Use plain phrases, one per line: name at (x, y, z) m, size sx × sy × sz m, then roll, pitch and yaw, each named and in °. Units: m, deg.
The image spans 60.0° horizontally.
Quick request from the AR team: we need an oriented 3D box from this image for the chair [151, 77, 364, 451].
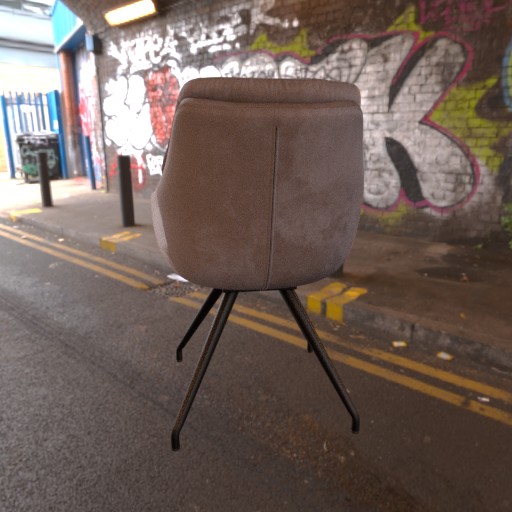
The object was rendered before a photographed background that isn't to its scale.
chair at (0.000, 0.000, 1.254) m, size 0.579 × 0.888 × 0.569 m, roll -2°, pitch 15°, yaw -8°
